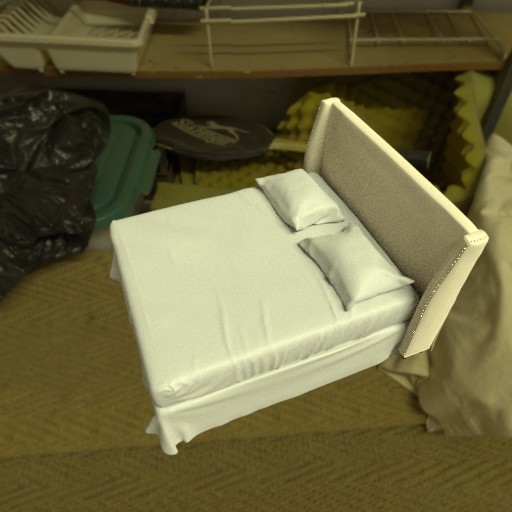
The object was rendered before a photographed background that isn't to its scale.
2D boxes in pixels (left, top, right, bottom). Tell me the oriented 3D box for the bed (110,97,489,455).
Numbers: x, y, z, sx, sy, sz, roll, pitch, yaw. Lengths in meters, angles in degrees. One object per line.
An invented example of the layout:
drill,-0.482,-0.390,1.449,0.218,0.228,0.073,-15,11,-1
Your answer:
bed,0.000,0.000,3.423,2.276,1.332,1.925,-16,49,-15
